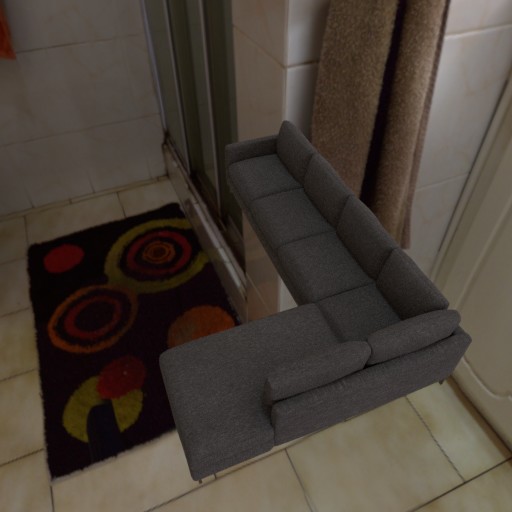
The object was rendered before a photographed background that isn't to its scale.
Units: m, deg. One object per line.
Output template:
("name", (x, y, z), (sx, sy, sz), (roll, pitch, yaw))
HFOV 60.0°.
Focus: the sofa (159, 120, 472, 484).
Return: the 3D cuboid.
("sofa", (0.000, 0.000, 3.788), (2.007, 0.815, 2.949), (-16, 48, -15))
